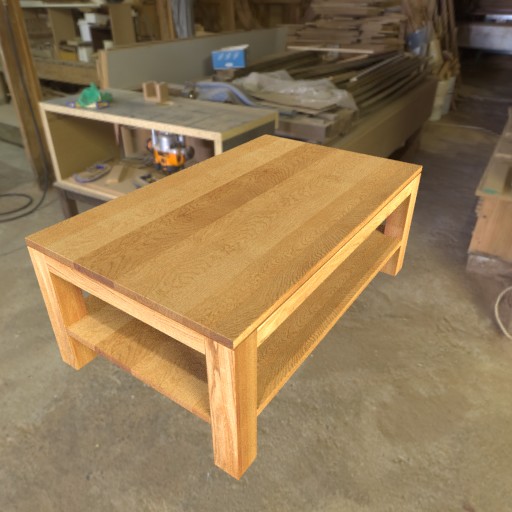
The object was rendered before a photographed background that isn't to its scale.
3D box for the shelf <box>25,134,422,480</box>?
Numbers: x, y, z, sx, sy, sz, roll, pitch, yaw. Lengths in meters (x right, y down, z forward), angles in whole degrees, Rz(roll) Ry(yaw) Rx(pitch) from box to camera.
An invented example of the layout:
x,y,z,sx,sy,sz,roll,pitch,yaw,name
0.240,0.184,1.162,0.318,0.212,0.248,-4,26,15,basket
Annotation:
x,y,z,sx,sy,sz,roll,pitch,yaw,name
0.000,0.000,1.527,0.700,0.450,1.150,20,37,29,shelf
